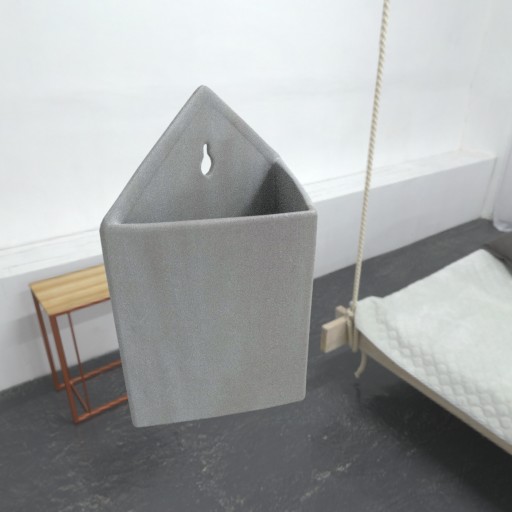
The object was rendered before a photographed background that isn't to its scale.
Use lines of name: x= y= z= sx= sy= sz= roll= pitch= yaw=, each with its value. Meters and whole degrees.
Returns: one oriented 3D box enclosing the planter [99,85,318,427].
planter: x=0.000 y=0.000 z=0.274 sx=0.080 sy=0.194 sz=0.163 roll=18 pitch=32 yaw=31
